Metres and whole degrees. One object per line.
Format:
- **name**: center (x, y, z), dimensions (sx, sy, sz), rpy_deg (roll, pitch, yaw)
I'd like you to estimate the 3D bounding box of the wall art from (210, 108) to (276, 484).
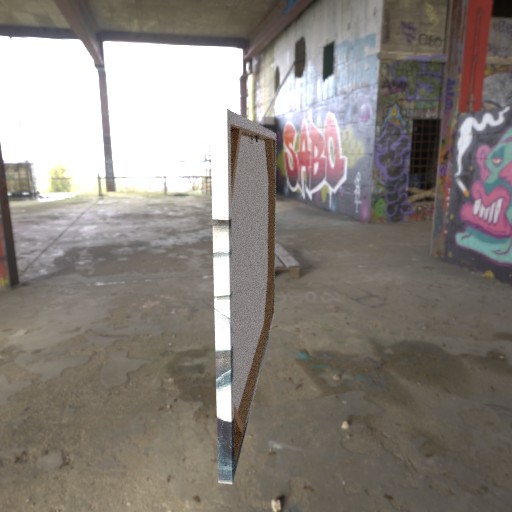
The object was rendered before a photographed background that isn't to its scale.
- **wall art**: center (0.000, 0.000, 1.616), dimensions (0.039, 0.915, 1.219), rpy_deg (2, 13, 7)
